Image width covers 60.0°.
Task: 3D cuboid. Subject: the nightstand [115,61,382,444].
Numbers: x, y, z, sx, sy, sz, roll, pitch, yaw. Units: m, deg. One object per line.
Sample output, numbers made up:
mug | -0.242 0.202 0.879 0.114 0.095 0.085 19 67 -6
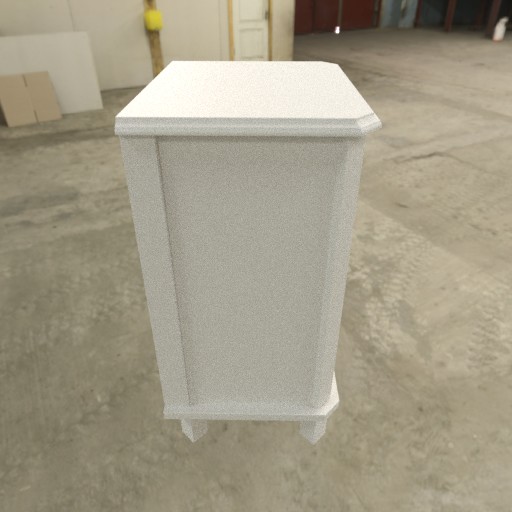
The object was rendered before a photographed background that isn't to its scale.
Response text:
nightstand | 0.000 0.000 0.917 0.351 0.681 0.435 1 33 1
